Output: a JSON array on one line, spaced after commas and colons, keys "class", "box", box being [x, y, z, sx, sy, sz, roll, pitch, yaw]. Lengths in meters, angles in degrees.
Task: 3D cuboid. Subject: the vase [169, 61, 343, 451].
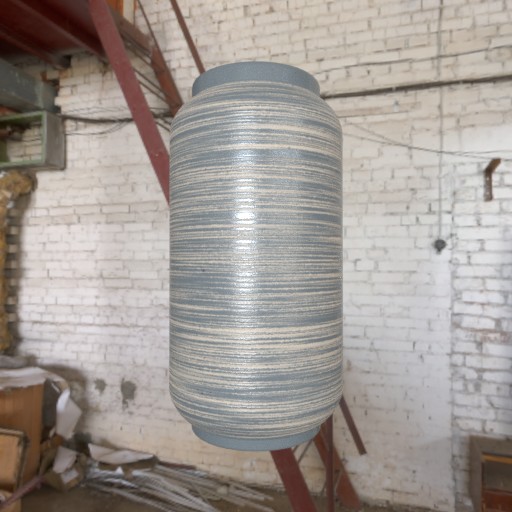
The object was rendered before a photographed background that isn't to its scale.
[{"class": "vase", "box": [0.000, 0.000, 0.302, 0.116, 0.230, 0.116, 0, -1, 0]}]
